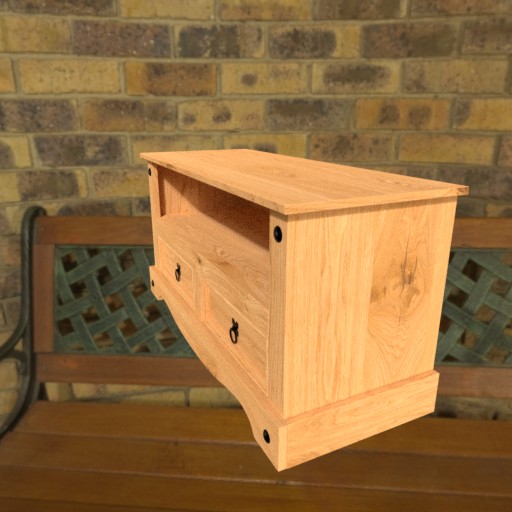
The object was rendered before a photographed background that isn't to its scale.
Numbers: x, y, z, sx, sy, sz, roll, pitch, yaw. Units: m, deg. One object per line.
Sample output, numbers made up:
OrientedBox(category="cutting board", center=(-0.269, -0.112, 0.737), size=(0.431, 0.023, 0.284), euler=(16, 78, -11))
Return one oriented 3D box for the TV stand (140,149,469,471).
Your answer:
OrientedBox(category="TV stand", center=(0.000, 0.000, 1.358), size=(0.440, 0.550, 1.080), euler=(-9, 20, -25))
